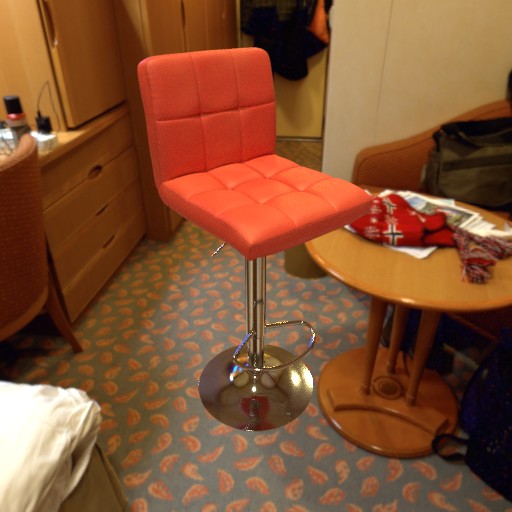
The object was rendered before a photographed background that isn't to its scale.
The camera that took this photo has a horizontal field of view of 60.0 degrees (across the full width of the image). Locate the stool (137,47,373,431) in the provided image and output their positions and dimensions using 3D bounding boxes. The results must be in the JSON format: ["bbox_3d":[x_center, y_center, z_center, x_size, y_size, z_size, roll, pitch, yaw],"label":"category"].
[{"bbox_3d":[0.000,0.000,1.365,0.430,1.115,0.505,-21,37,-31],"label":"stool"}]
